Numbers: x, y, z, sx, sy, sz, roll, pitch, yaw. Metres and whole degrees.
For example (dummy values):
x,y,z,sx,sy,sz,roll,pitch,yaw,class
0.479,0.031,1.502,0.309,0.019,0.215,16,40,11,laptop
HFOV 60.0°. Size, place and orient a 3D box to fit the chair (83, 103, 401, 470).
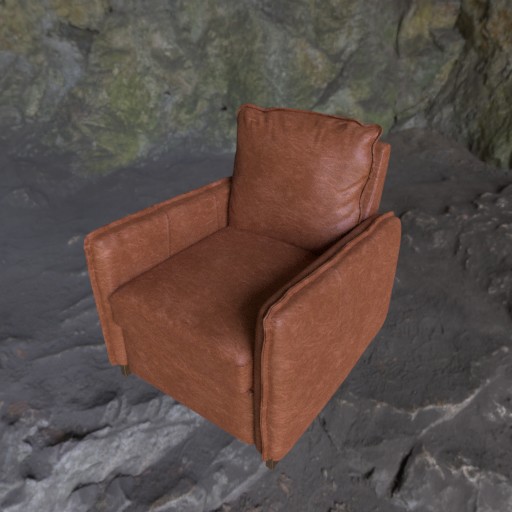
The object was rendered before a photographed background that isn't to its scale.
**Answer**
x,y,z,sx,sy,sz,roll,pitch,yaw,class
0.000,0.000,1.615,0.830,0.922,0.922,20,35,30,chair
